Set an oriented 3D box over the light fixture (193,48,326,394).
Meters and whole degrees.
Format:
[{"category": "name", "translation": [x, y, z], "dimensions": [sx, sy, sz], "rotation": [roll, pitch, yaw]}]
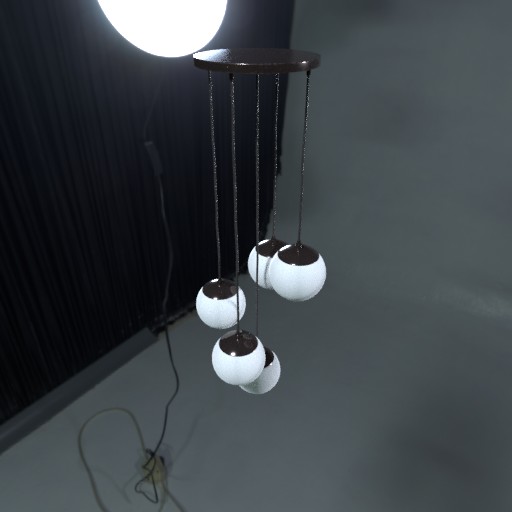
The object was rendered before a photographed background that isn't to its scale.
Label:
[{"category": "light fixture", "translation": [0.000, 0.000, 1.528], "dimensions": [0.489, 1.271, 0.484], "rotation": [20, 36, 29]}]
